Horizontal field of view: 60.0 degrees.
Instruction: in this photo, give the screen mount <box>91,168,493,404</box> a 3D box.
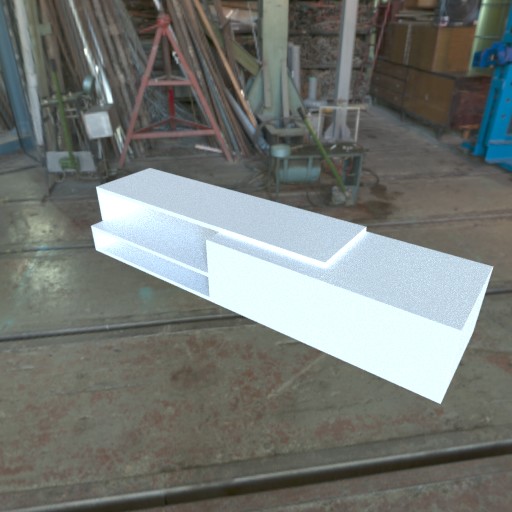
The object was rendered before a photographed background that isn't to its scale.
[{"bbox_3d":[0.000,0.000,1.850,1.680,0.320,0.420,20,35,30],"label":"screen mount"}]
